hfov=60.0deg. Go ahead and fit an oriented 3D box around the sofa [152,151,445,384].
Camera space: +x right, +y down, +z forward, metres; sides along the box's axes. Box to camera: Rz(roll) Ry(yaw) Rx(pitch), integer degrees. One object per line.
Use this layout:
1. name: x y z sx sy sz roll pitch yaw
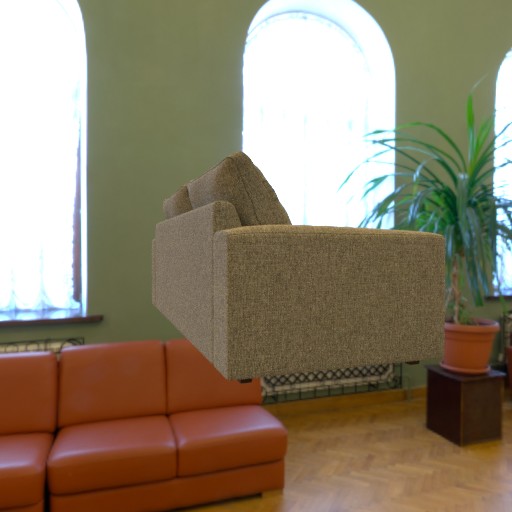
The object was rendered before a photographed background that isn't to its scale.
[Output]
1. sofa: 0.000 0.000 2.825 1.040 0.922 2.299 0 1 -20
